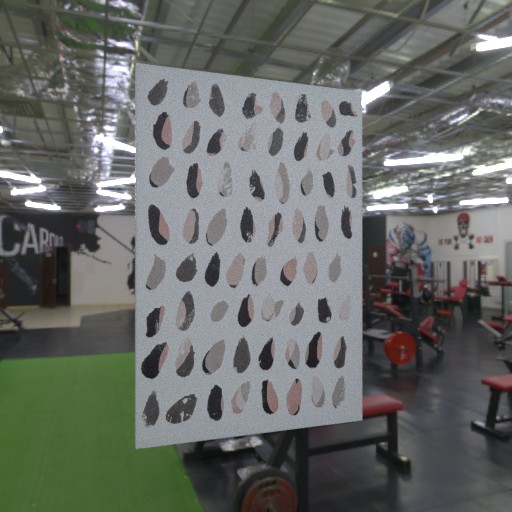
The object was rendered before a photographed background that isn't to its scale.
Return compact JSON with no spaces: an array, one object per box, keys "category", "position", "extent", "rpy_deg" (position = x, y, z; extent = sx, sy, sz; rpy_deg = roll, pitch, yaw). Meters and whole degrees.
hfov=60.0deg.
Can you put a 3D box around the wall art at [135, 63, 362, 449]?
[{"category":"wall art","position":[0.000,0.000,1.159],"extent":[0.610,0.916,0.037],"rpy_deg":[0,0,-18]}]
